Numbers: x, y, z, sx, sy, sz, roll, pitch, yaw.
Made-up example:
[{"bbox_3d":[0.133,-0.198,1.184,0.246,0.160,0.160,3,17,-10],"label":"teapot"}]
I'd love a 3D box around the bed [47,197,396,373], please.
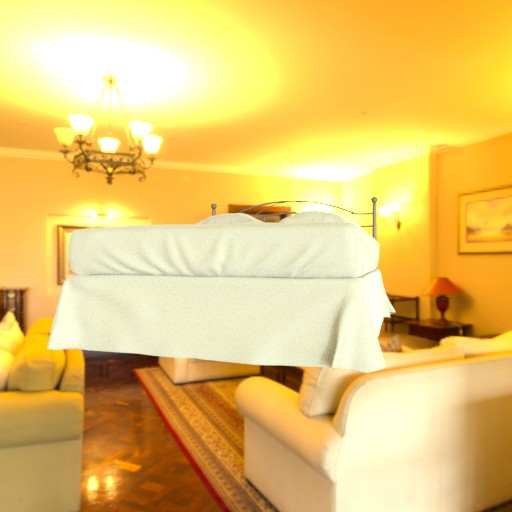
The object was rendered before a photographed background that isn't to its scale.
[{"bbox_3d":[0.000,0.000,3.257,1.936,1.080,2.215,0,0,18],"label":"bed"}]
